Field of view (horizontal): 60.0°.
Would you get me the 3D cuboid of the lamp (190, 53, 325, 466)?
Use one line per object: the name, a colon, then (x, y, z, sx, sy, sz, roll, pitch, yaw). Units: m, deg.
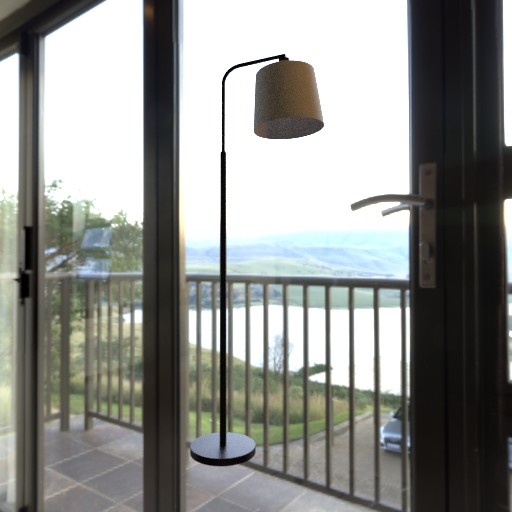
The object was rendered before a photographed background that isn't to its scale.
lamp: (0.000, 0.000, 1.643, 0.508, 1.478, 0.254, 0, -1, 18)
